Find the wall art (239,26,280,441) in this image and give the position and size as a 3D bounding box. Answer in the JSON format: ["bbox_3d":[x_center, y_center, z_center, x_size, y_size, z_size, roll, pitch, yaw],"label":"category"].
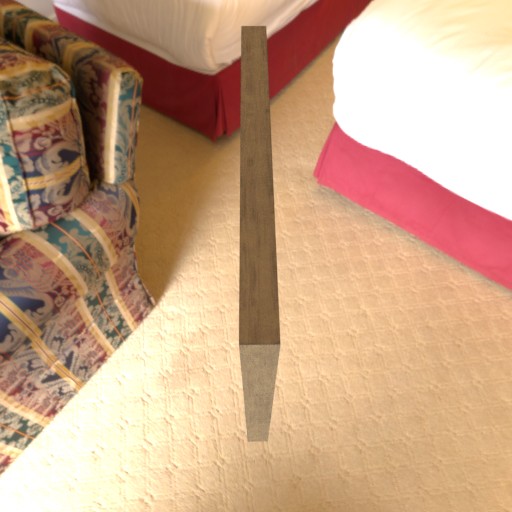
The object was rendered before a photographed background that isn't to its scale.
[{"bbox_3d":[0.000,0.000,0.755,0.038,0.508,0.508,-1,58,0],"label":"wall art"}]
